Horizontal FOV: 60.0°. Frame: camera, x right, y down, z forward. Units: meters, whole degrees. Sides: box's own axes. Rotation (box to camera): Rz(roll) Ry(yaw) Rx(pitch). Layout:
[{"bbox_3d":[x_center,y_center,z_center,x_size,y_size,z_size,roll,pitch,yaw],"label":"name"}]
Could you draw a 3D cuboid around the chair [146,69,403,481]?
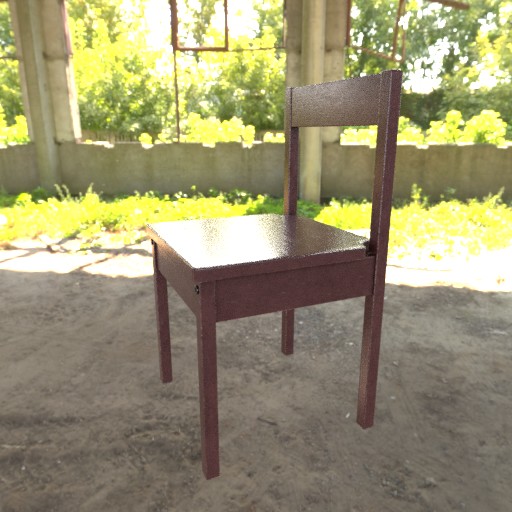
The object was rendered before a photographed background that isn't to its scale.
[{"bbox_3d":[0.000,0.000,0.884,0.361,0.668,0.367,-7,17,-23],"label":"chair"}]
